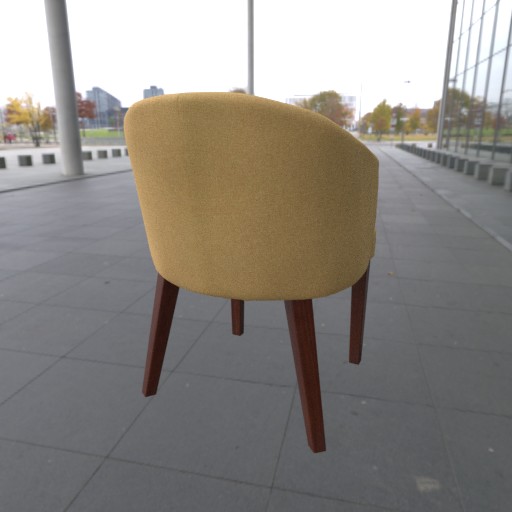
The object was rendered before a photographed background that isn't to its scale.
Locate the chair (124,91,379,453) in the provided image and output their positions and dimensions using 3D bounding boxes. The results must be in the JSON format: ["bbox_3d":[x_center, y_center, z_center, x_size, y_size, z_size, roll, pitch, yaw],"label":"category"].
[{"bbox_3d":[0.000,0.000,1.228,0.583,0.811,0.655,8,17,26],"label":"chair"}]
